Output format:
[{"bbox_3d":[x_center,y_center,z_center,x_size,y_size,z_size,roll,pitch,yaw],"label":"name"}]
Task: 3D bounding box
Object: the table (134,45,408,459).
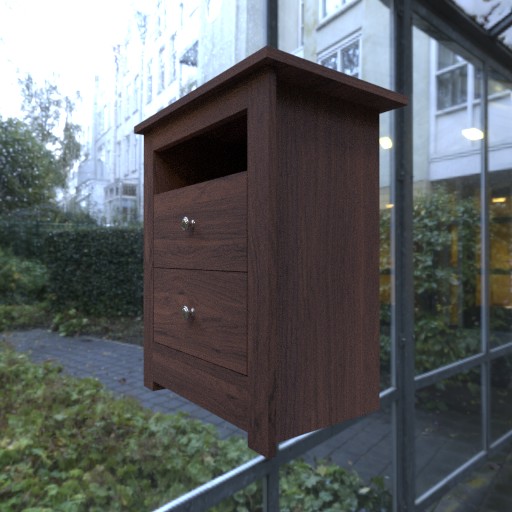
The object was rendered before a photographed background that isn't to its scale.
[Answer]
[{"bbox_3d":[0.000,0.000,1.102,0.406,0.711,0.589,0,0,-37],"label":"table"}]
